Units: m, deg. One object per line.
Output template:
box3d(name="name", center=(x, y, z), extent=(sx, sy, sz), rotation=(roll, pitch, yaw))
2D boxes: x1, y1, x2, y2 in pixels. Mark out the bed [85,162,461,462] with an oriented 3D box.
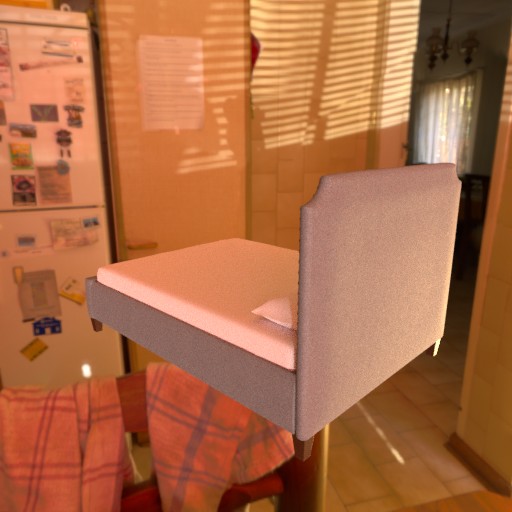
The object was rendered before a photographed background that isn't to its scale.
box3d(name="bed", center=(0.000, 0.000, 3.399), extent=(2.372, 1.443, 1.712), rotation=(14, 20, 42))
